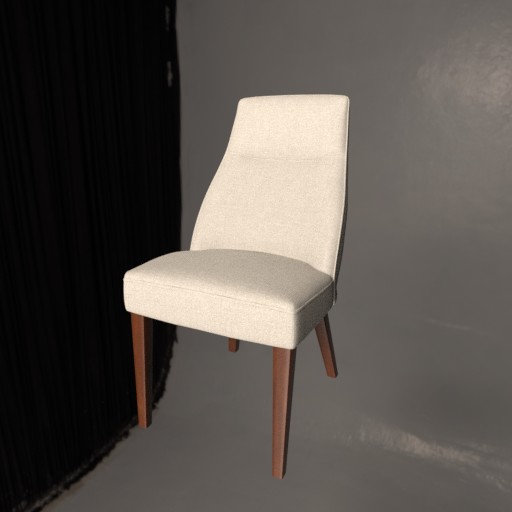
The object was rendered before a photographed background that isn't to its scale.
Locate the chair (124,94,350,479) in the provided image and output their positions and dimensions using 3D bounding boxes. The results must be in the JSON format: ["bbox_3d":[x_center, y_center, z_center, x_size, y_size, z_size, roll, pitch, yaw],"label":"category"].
[{"bbox_3d":[0.000,0.000,1.321,0.500,0.930,0.620,8,19,25],"label":"chair"}]
